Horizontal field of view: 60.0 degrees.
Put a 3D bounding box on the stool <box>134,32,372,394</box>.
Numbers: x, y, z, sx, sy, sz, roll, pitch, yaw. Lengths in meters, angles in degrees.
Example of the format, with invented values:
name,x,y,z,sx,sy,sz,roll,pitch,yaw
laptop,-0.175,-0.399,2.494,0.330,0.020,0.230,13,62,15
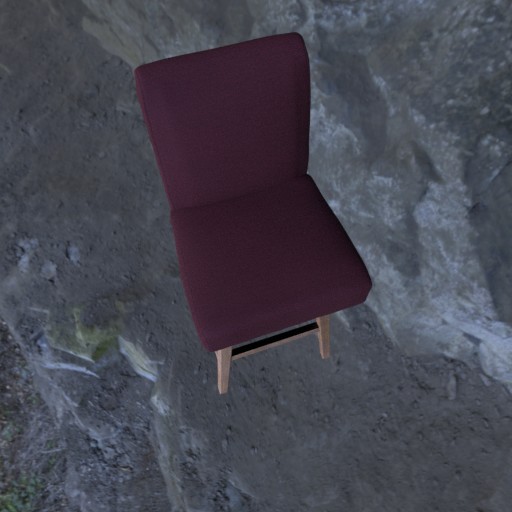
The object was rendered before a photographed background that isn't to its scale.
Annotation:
name,x,y,z,sx,sy,sz,roll,pitch,yaw
stool,0.000,0.000,1.367,0.468,1.093,0.562,-17,63,-9
